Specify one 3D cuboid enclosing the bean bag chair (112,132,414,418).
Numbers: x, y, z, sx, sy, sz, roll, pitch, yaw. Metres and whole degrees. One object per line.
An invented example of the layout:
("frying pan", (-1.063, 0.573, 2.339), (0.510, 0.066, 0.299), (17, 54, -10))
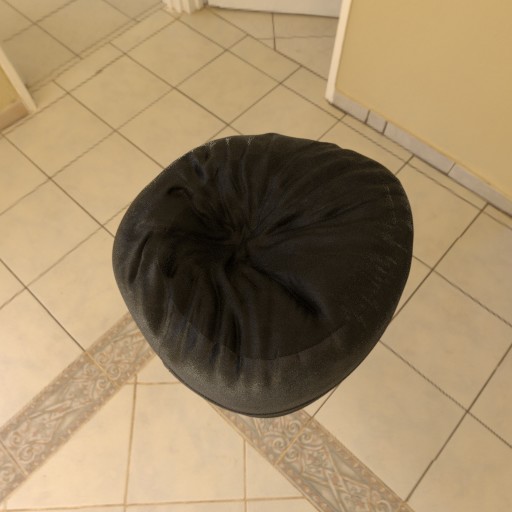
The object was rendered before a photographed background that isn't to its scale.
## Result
("bean bag chair", (0.000, 0.000, 2.397), (1.524, 0.878, 1.524), (30, 67, 14))
